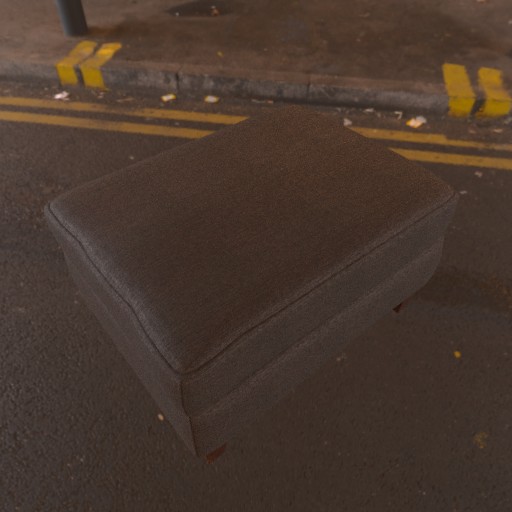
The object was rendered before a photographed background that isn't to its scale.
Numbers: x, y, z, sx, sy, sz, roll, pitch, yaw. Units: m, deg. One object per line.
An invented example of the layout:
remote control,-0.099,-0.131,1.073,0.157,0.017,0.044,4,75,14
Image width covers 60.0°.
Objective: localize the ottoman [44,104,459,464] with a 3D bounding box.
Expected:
ottoman,0.000,0.000,1.182,0.826,0.496,0.639,-30,52,-27
